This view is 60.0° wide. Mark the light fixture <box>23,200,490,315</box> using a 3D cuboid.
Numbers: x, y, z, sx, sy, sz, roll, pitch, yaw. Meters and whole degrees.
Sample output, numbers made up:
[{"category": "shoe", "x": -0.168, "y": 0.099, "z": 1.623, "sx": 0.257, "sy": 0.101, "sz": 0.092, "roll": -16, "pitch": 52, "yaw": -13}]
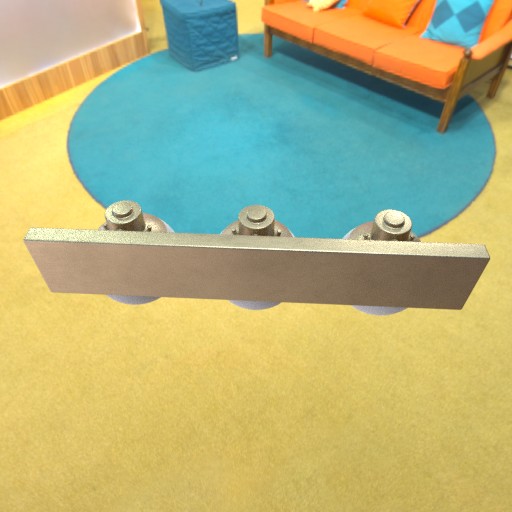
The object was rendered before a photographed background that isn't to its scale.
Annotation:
[{"category": "light fixture", "x": 0.000, "y": 0.000, "z": 0.850, "sx": 0.721, "sy": 0.263, "sz": 0.218, "roll": 2, "pitch": 47, "yaw": 2}]
